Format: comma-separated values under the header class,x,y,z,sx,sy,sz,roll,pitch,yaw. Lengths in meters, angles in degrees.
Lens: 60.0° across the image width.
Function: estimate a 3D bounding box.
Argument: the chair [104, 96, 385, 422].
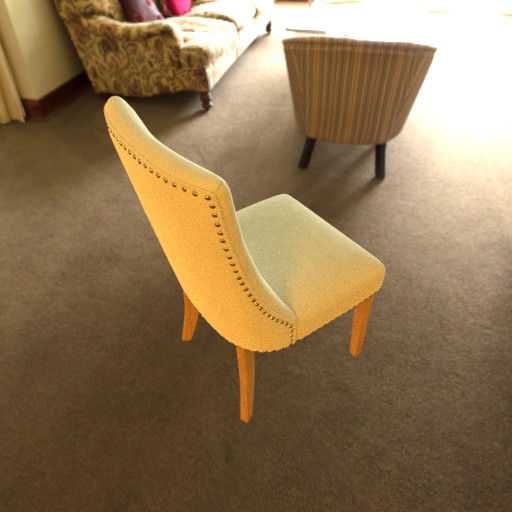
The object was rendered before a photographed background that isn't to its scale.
class,x,y,z,sx,sy,sz,roll,pitch,yaw
chair,0.000,0.000,1.274,0.610,0.902,0.495,-25,47,-26
